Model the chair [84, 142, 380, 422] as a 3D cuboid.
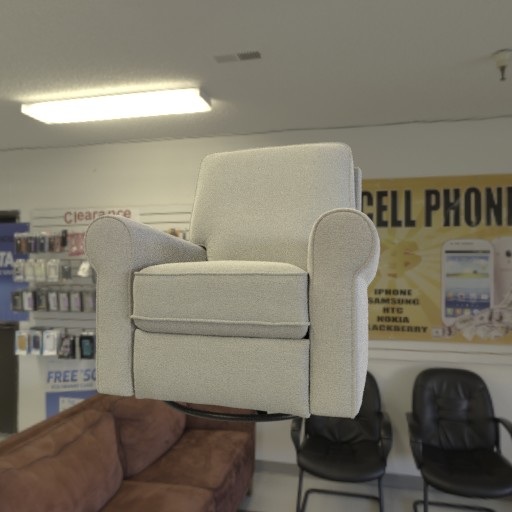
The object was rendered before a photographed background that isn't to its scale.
[{"bbox_3d":[0.000,0.000,1.639,0.890,0.960,0.878,0,0,16],"label":"chair"}]
